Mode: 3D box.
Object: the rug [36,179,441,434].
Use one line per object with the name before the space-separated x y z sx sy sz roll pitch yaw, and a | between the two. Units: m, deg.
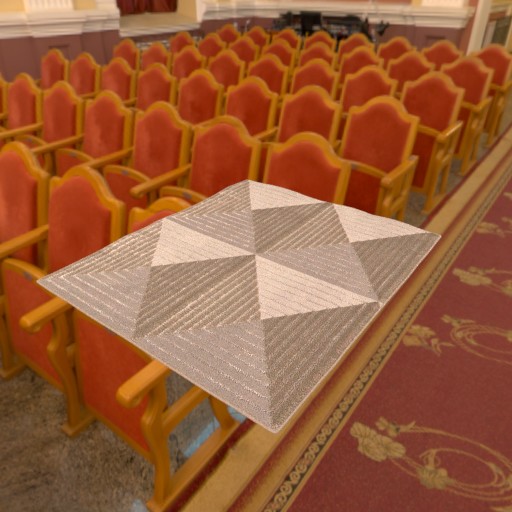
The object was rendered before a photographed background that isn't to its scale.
rug | 0.000 0.000 0.899 0.551 0.008 0.642 22 38 31
